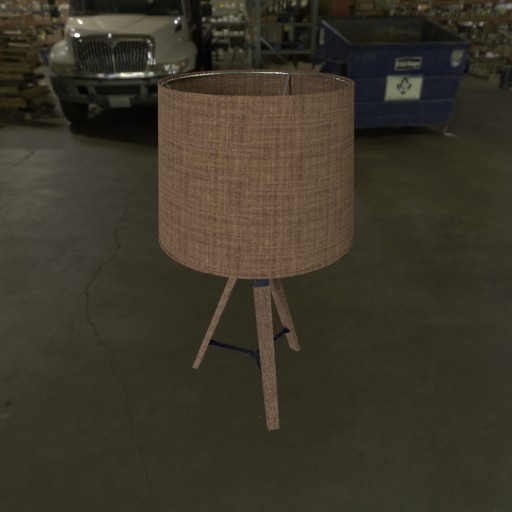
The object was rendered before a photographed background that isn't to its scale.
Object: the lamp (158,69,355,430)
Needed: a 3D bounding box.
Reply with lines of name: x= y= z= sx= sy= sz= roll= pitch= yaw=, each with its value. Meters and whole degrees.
lamp: x=0.000 y=0.000 z=0.692 sx=0.290 sy=0.514 sz=0.290 roll=0 pitch=29 yaw=0
